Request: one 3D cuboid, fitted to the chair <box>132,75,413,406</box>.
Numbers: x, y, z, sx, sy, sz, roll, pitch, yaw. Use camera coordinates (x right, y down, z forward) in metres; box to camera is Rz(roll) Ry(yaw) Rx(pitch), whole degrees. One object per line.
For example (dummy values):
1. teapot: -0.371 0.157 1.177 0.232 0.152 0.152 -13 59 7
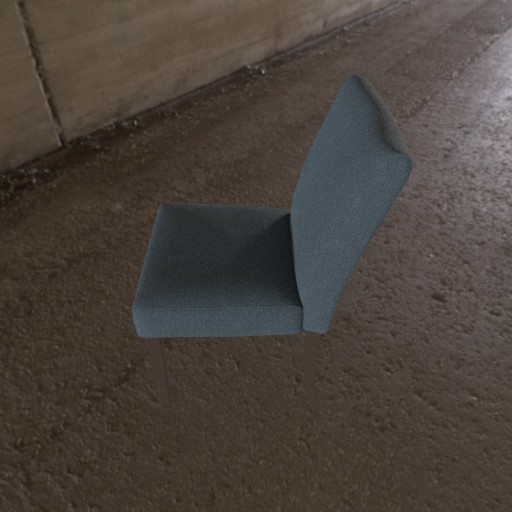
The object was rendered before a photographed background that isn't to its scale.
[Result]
1. chair: 0.000 0.000 1.279 0.629 0.882 0.487 0 41 0
